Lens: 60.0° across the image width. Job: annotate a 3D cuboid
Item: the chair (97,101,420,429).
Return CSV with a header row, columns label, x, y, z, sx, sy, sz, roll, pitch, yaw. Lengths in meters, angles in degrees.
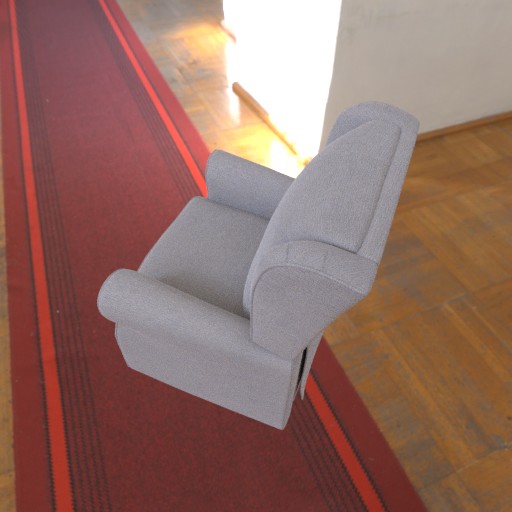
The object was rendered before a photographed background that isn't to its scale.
label,x,y,z,sx,sy,sz,roll,pitch,yaw
chair,0.000,0.000,1.638,0.854,0.966,0.906,17,50,15
